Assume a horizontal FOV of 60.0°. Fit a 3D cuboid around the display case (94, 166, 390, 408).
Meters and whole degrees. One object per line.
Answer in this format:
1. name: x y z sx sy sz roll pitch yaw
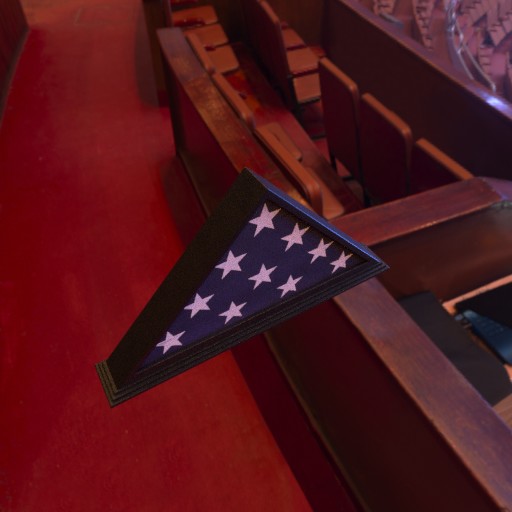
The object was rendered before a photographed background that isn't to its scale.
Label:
1. display case: 0.000 0.000 0.788 0.640 0.340 0.095 -23 50 -21
